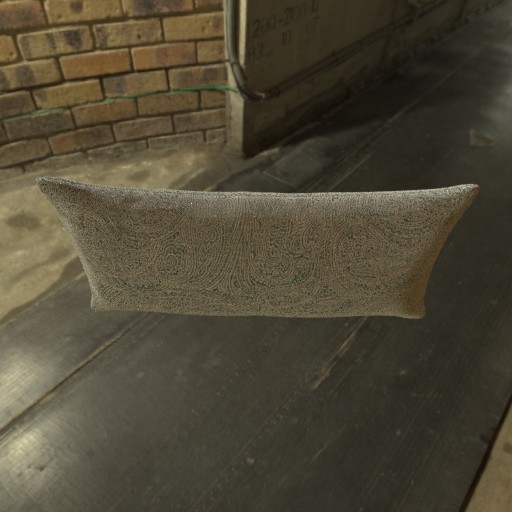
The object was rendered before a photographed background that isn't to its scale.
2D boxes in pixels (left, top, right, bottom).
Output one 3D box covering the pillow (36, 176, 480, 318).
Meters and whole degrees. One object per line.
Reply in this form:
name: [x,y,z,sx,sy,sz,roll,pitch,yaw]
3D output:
pillow: [0.000,0.000,0.716,0.615,0.295,0.151,1,45,1]
